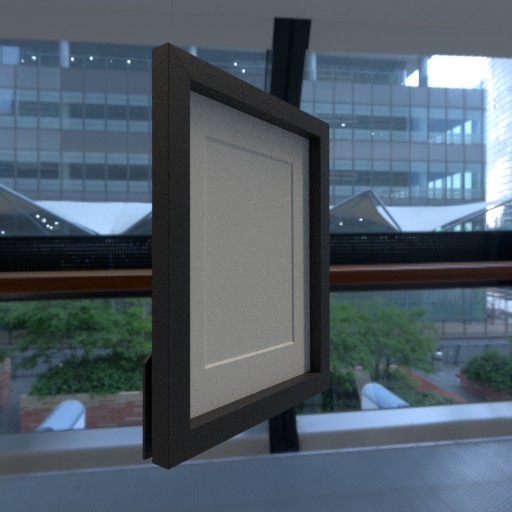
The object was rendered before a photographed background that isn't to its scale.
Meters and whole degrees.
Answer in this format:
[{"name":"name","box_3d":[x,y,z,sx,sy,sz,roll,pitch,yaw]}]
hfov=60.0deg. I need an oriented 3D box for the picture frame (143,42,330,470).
[{"name":"picture frame","box_3d":[0.000,0.000,0.529,0.036,0.383,0.307,0,0,37]}]
